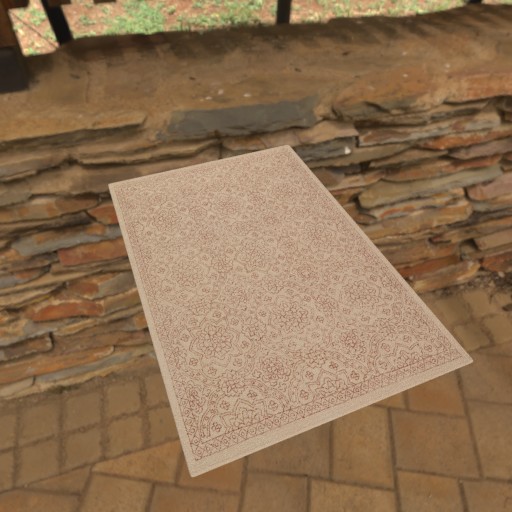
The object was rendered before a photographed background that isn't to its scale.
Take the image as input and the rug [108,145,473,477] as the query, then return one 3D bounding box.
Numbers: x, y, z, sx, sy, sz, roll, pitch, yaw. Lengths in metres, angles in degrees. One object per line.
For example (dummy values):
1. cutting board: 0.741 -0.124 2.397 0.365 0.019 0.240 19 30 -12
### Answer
1. rug: 0.000 0.000 2.281 1.219 0.010 1.829 -16 47 -15
